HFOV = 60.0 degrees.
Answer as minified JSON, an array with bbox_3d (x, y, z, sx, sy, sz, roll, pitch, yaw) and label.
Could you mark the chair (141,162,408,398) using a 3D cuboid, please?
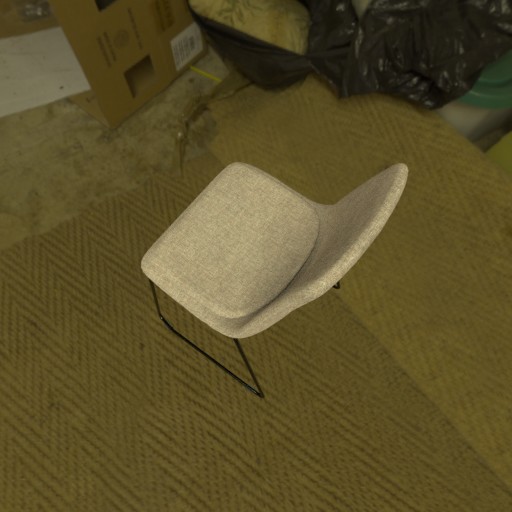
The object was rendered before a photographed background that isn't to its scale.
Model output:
[{"bbox_3d":[0.000,0.000,1.177,0.518,0.858,0.479,33,68,15],"label":"chair"}]
